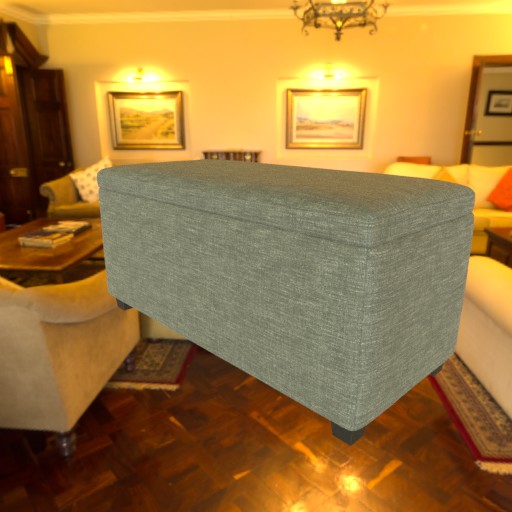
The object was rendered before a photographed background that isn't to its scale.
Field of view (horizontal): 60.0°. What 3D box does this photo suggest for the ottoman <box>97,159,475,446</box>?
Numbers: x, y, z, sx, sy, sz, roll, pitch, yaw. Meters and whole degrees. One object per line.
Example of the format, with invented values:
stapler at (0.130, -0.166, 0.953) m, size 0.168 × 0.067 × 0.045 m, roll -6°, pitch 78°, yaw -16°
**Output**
ottoman at (0.000, 0.000, 1.113) m, size 0.419 × 0.432 × 0.902 m, roll -15°, pitch 23°, yaw -42°
